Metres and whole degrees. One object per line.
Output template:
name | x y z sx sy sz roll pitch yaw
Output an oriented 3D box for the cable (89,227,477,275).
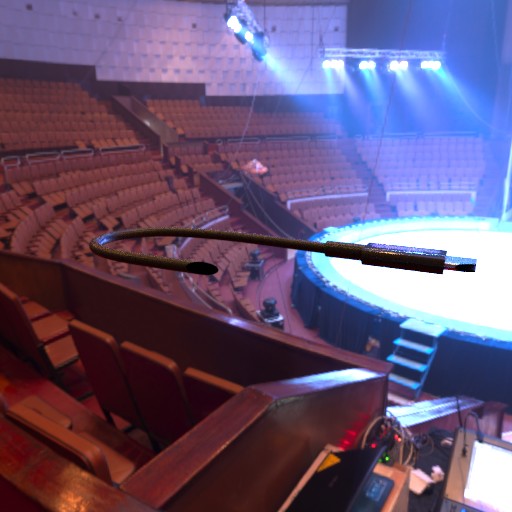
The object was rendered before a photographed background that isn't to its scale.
cable | 0.000 0.000 0.110 0.098 0.005 0.041 8 17 26
